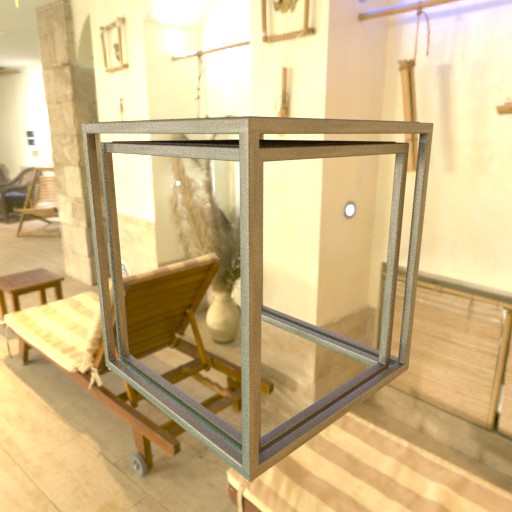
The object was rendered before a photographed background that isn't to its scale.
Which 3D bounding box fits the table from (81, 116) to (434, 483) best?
[{"bbox_3d":[0.000,0.000,0.863,0.450,0.500,0.449,-14,21,-42],"label":"table"}]
